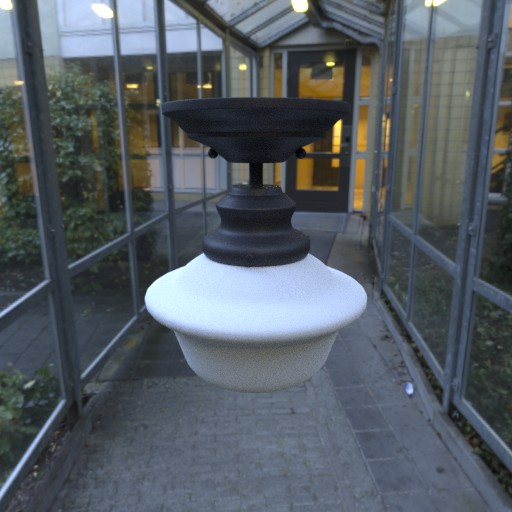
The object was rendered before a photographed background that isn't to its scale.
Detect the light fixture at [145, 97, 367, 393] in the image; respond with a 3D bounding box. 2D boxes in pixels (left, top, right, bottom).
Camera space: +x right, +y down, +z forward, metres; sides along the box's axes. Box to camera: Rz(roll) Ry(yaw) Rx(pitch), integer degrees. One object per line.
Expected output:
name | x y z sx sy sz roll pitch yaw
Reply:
light fixture | 0.000 0.000 0.395 0.197 0.254 0.197 0 14 0
